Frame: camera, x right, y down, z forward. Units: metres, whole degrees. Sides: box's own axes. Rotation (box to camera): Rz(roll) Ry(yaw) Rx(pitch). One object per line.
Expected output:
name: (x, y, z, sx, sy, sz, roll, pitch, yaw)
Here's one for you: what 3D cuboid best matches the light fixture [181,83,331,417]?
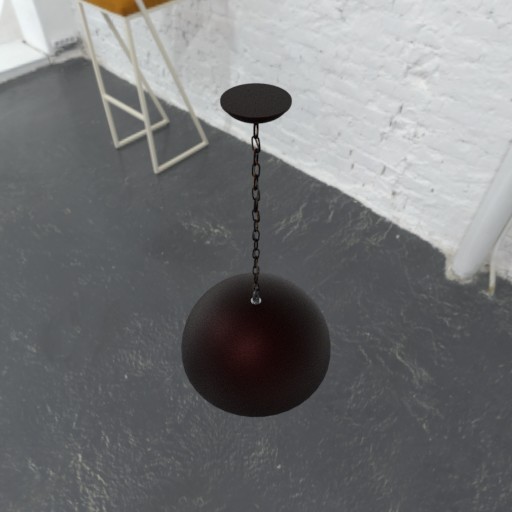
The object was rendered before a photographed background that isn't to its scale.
light fixture: (0.000, 0.000, 1.166, 0.492, 0.869, 0.492, 16, 48, 15)
